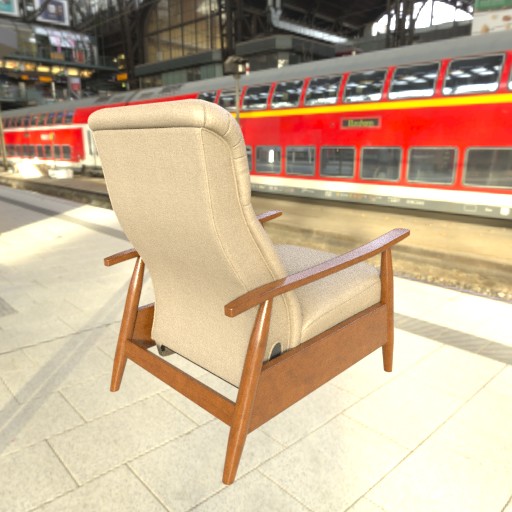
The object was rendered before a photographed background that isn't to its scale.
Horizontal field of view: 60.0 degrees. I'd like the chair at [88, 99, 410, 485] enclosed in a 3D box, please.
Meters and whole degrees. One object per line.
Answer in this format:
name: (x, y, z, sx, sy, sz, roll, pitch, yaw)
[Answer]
chair: (0.000, 0.000, 1.738, 1.032, 1.082, 0.762, -14, 20, -43)
